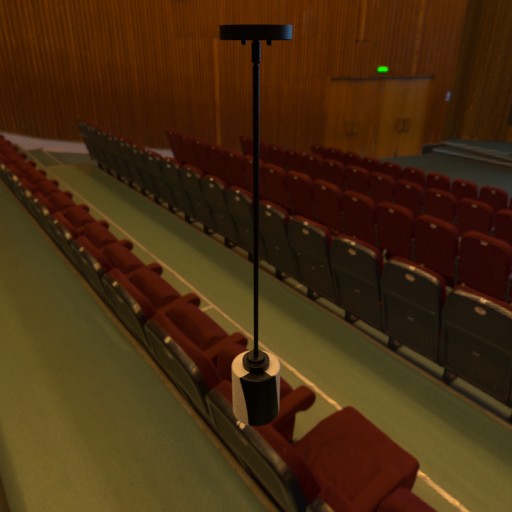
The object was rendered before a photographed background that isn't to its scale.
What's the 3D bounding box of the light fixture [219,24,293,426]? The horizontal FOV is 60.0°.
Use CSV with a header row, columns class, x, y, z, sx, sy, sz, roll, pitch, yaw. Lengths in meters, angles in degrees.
class,x,y,z,sx,sy,sz,roll,pitch,yaw
light fixture,0.000,0.000,0.935,0.123,0.863,0.123,-19,32,-33
